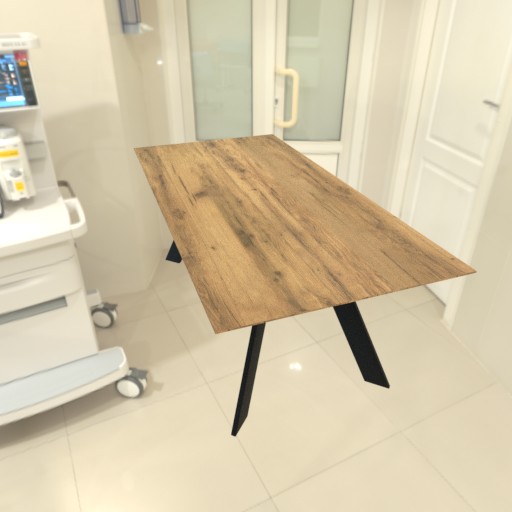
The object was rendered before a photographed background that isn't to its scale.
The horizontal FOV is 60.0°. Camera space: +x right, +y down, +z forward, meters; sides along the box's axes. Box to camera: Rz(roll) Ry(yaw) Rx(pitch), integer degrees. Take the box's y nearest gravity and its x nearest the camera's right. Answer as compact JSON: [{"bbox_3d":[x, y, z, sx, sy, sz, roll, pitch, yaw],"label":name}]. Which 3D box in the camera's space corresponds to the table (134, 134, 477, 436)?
[{"bbox_3d":[0.000,0.000,2.490,1.000,0.770,2.000,-11,32,-17],"label":"table"}]
